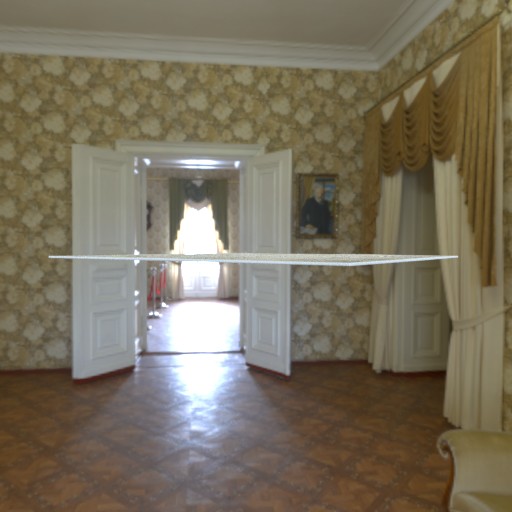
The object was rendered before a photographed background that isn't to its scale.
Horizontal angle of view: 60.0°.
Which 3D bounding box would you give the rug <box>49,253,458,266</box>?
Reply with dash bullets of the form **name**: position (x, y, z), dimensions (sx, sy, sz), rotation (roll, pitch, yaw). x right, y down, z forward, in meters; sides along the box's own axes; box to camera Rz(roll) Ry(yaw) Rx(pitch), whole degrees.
- **rug**: position (0.000, 0.000, 4.007), dimensions (2.921, 0.032, 2.311), rotation (1, 1, 37)
